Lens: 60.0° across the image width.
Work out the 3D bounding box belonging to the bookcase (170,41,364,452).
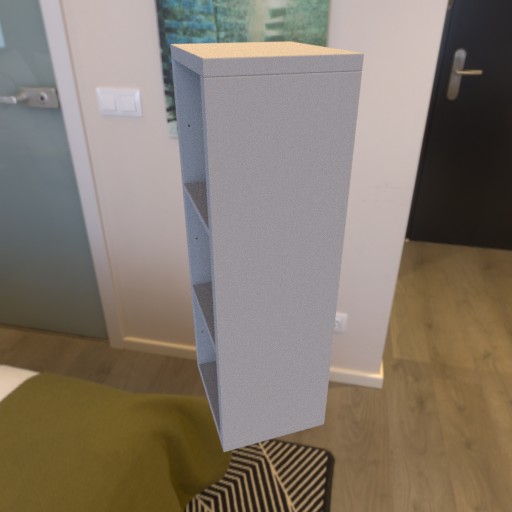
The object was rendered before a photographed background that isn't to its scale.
[{"bbox_3d":[0.000,0.000,1.269,0.330,1.080,0.390,-9,30,-16],"label":"bookcase"}]
